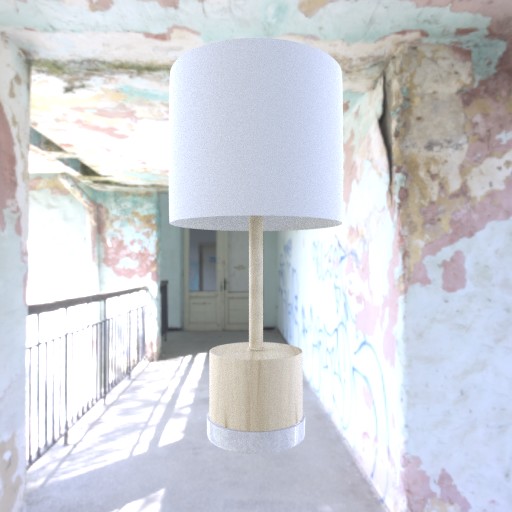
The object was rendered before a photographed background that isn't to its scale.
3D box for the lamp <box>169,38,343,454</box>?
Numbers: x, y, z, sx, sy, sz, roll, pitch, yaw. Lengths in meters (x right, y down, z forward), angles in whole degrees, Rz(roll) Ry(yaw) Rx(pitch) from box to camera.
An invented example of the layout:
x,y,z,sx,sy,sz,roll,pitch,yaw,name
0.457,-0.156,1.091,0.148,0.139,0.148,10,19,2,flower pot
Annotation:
x,y,z,sx,sy,sz,roll,pitch,yaw,name
0.000,0.000,0.590,0.229,0.470,0.229,0,-1,-1,lamp
